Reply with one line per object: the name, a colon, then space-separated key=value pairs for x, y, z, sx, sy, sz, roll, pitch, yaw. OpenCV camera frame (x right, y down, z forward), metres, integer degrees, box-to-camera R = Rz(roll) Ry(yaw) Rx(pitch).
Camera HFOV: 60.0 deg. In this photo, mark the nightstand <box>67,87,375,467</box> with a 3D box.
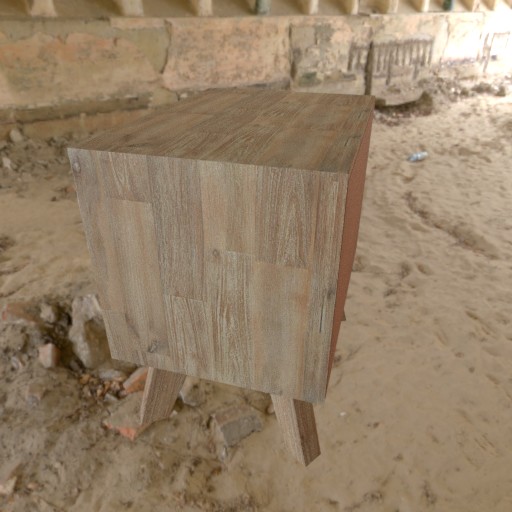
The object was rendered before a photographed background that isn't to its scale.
nightstand: x=0.000 y=0.000 z=0.955 sx=0.396 sy=0.589 sz=0.552 roll=8 pitch=31 yaw=14
